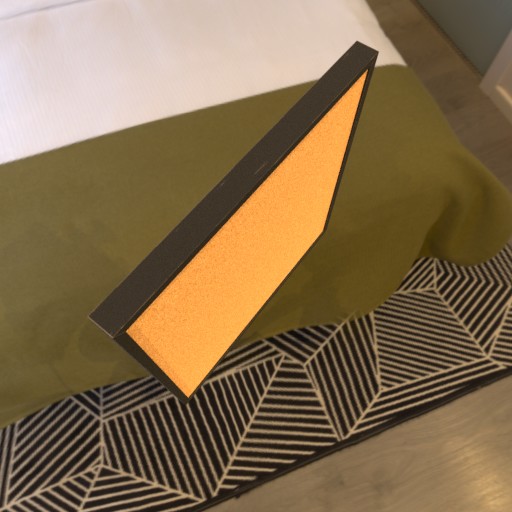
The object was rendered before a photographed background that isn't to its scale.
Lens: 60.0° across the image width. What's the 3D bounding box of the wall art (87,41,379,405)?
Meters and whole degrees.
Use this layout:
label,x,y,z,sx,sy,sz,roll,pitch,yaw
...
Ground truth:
label,x,y,z,sx,sy,sz,roll,pitch,yaw
wall art,0.000,0.000,0.752,0.036,0.506,0.506,35,69,15
